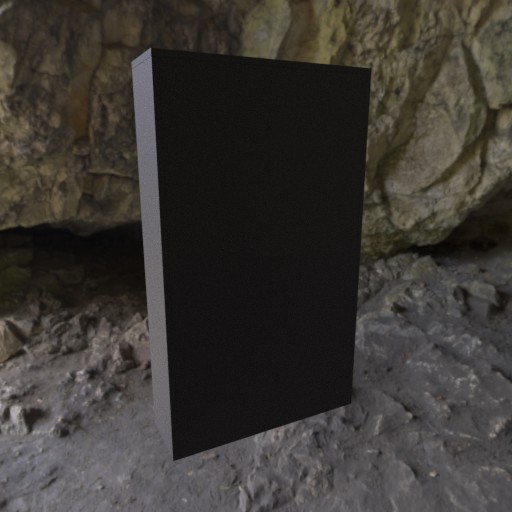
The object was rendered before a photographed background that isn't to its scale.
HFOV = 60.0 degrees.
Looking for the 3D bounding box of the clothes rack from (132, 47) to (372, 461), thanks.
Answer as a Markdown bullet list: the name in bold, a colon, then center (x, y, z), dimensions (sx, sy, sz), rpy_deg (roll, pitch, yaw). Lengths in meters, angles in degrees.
- **clothes rack**: center (0.000, 0.000, 1.601), dimensions (0.750, 1.280, 0.250), rpy_deg (-7, 16, -26)
